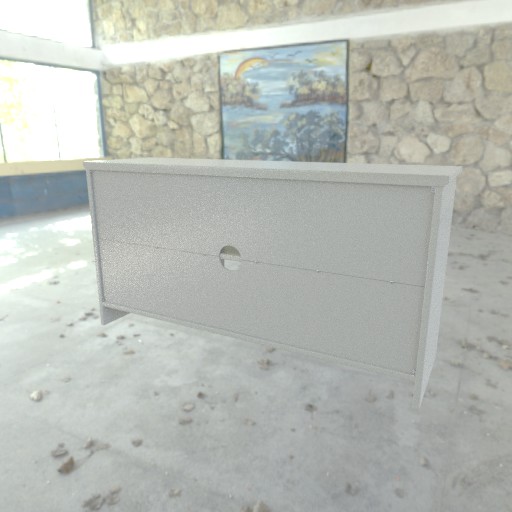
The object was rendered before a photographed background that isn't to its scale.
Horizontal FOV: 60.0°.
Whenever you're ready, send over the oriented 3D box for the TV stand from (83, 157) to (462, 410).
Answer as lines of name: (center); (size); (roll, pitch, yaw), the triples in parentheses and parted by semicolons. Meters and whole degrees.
TV stand: (0.000, 0.000, 1.477); (1.167, 0.603, 0.344); (8, 17, 27)
